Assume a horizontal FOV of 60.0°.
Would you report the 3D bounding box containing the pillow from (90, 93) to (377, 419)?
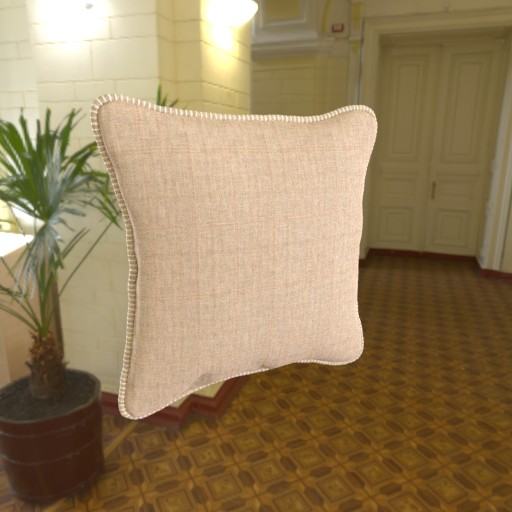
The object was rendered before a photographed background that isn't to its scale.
[{"bbox_3d":[0.000,0.000,0.741,0.485,0.494,0.124,-7,16,-26],"label":"pillow"}]
